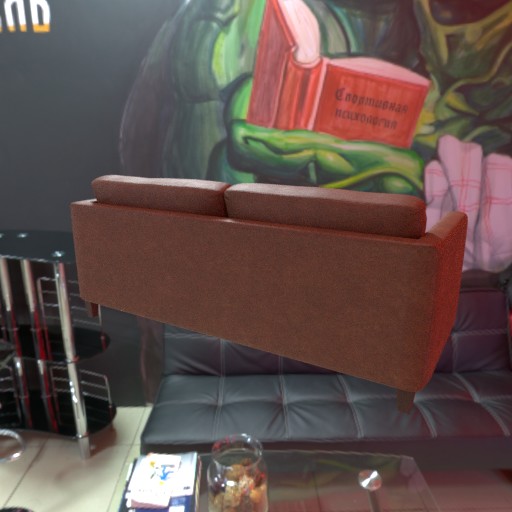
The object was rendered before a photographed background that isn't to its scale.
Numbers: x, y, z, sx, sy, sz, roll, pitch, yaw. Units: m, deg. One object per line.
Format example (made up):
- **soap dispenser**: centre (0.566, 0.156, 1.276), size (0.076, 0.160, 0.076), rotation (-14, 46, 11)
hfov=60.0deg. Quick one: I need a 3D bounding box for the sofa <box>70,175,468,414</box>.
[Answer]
- **sofa**: centre (0.000, 0.000, 2.683), size (2.204, 0.932, 0.950), rotation (9, 18, 30)
